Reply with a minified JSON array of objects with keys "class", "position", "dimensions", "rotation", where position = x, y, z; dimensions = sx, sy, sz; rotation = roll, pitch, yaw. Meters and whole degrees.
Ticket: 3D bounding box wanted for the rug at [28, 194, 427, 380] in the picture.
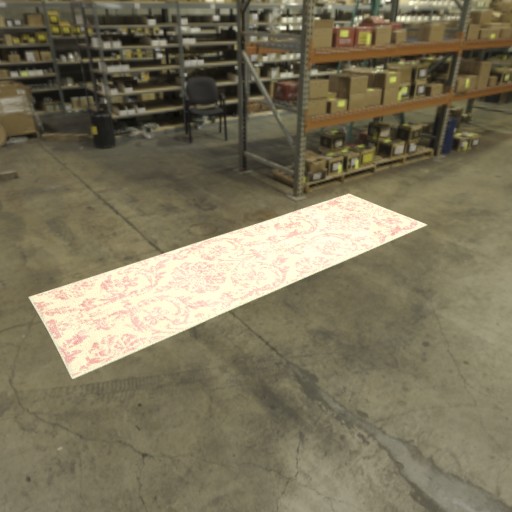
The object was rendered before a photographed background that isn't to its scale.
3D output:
[{"class":"rug","position":[0.000,0.000,2.436],"dimensions":[2.196,0.011,0.662],"rotation":[-20,35,-32]}]
